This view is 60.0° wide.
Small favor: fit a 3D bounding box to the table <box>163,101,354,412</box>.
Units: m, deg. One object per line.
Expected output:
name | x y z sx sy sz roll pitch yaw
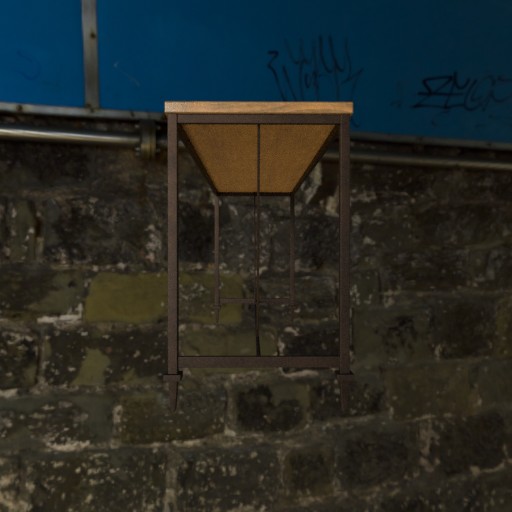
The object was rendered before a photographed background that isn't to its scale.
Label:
table | 0.000 0.000 2.125 0.551 0.902 1.700 0 0 -1
